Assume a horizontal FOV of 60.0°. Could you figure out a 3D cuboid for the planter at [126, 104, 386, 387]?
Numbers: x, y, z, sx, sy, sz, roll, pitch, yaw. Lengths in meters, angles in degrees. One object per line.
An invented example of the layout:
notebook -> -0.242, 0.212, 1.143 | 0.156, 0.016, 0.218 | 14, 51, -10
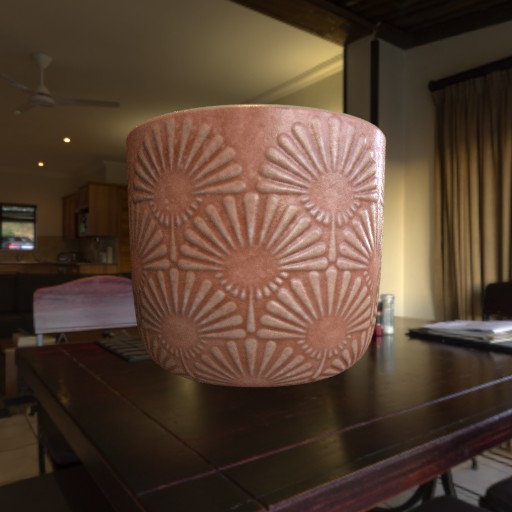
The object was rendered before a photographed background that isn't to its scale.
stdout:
planter -> 0.000, 0.000, 0.220 | 0.124, 0.109, 0.124 | 0, 0, 0
